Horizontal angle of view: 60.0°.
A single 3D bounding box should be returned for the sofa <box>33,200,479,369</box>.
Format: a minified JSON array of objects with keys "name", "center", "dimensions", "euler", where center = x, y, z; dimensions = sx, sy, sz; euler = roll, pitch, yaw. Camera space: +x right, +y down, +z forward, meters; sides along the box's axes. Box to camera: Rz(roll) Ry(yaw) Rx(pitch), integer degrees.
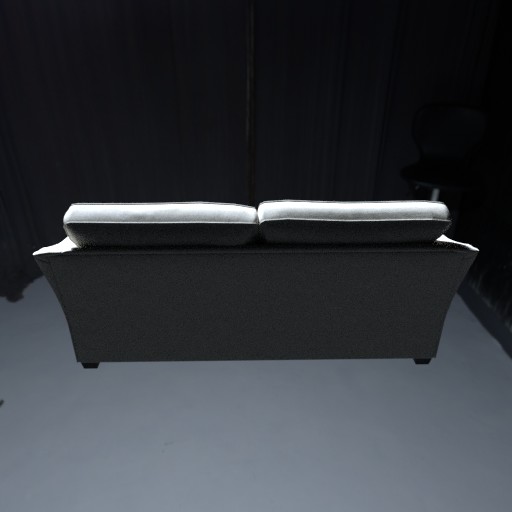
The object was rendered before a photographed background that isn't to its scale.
[{"name":"sofa","center":[0.000,0.000,2.761],"dimensions":[2.270,0.965,0.980],"euler":[-1,29,-1]}]
